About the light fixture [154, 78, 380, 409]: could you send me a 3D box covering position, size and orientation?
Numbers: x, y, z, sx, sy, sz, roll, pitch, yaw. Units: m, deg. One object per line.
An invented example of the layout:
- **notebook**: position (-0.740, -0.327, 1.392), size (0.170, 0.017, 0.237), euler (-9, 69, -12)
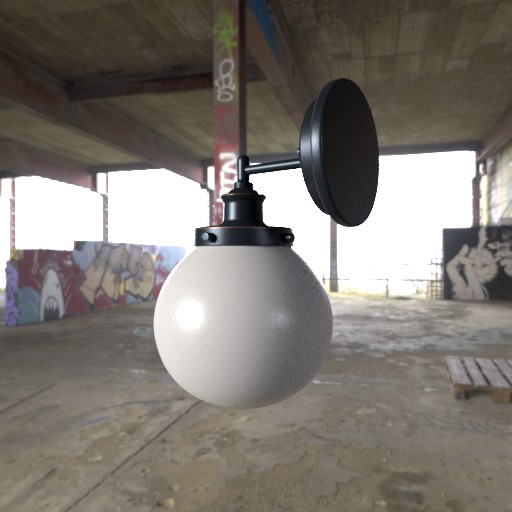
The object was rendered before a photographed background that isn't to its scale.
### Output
- **light fixture**: position (0.000, 0.000, 0.488), size (0.230, 0.332, 0.197), euler (0, 0, 35)
